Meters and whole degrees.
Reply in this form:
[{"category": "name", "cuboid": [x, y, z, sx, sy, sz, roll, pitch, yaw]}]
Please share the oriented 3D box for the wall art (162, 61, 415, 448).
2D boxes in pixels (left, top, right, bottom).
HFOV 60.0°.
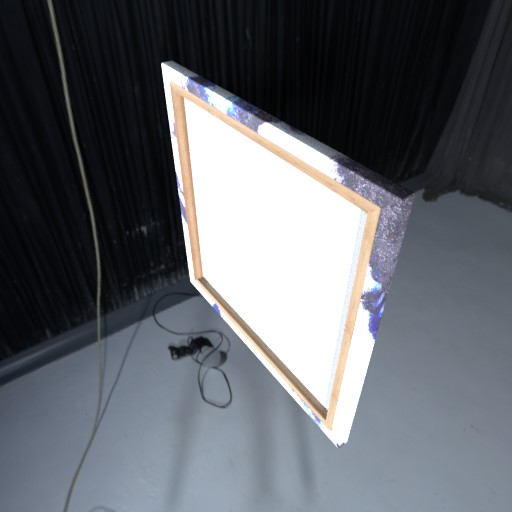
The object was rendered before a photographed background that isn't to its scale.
[{"category": "wall art", "cuboid": [0.000, 0.000, 1.314, 0.038, 0.885, 0.887, -25, 47, -26]}]
